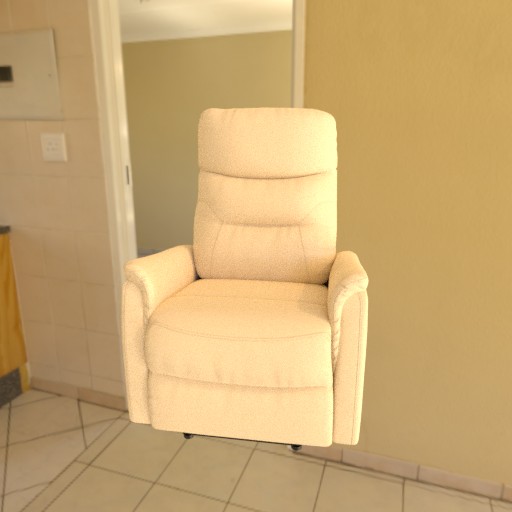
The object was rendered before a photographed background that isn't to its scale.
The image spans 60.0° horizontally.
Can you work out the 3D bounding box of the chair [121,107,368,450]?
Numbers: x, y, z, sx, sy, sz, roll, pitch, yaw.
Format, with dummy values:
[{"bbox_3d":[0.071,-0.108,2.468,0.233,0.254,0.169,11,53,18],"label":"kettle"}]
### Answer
[{"bbox_3d":[0.000,0.000,1.653,0.775,1.082,0.831,2,15,9],"label":"chair"}]
